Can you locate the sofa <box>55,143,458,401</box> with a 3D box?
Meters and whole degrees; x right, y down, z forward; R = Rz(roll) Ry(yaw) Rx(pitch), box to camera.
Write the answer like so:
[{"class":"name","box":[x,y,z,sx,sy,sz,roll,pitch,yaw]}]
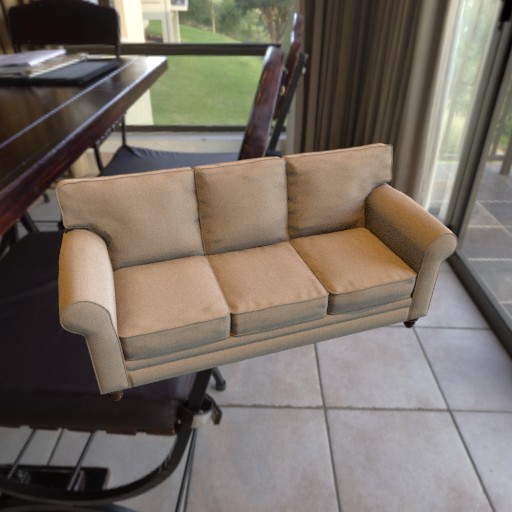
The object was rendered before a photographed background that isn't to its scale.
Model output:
[{"class":"sofa","box":[0.000,0.000,2.588,2.084,0.961,0.916,-10,34,-15]}]
